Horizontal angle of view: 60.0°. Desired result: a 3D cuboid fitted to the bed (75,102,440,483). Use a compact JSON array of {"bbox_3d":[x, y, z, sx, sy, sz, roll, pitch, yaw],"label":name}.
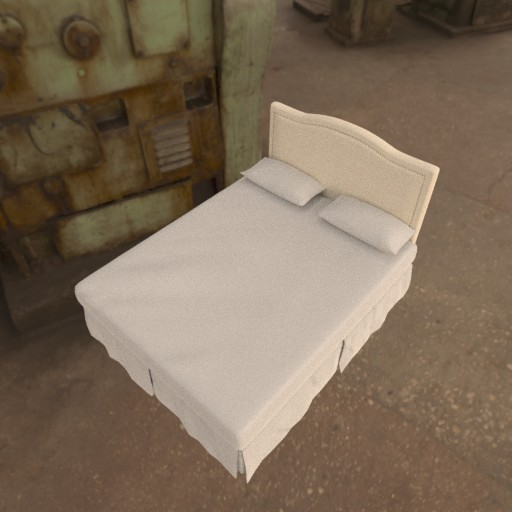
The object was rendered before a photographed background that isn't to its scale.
[{"bbox_3d":[0.000,0.000,3.685,1.977,1.437,2.477,33,54,28],"label":"bed"}]
